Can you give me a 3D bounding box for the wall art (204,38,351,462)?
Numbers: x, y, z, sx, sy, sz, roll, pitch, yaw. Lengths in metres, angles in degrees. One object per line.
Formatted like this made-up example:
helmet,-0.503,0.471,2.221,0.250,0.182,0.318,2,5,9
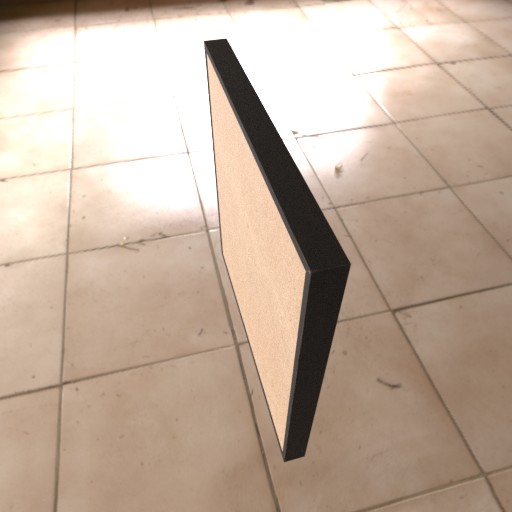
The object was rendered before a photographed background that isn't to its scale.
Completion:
wall art,0.000,0.000,0.744,0.038,0.508,0.508,-11,49,-10
